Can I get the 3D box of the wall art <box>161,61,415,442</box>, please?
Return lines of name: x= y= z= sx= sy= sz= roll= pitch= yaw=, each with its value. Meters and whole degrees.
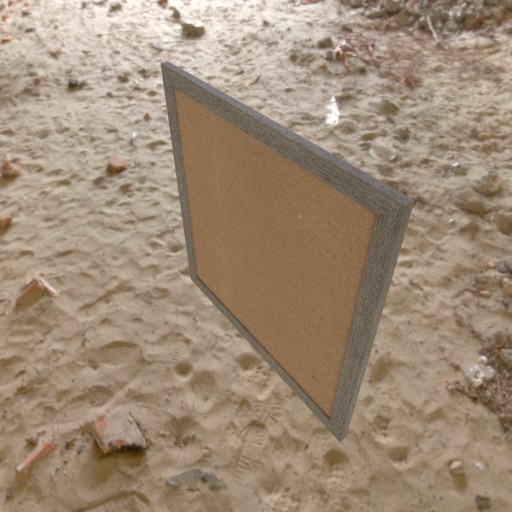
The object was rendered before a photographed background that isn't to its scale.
wall art: x=0.000 y=0.000 z=1.026 sx=0.020 sy=0.685 sz=0.685 roll=-27 pitch=49 yaw=-27
